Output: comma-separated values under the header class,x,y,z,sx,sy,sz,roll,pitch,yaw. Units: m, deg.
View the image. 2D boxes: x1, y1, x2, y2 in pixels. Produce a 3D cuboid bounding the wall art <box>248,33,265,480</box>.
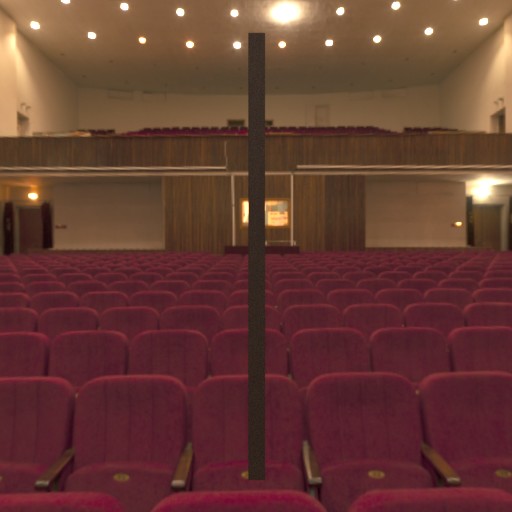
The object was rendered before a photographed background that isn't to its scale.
class,x,y,z,sx,sy,sz,roll,pitch,yaw
wall art,0.000,0.000,1.514,0.038,1.016,1.016,0,0,0
